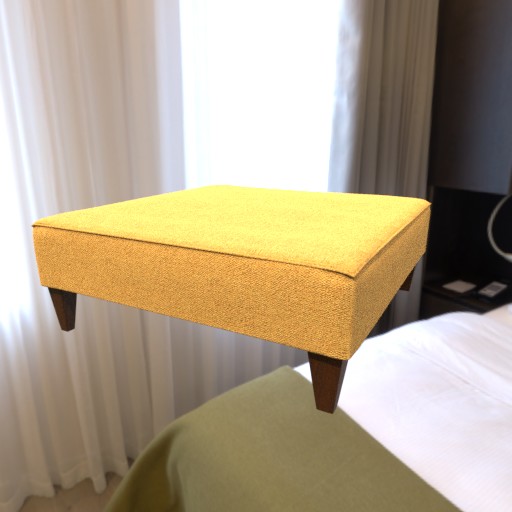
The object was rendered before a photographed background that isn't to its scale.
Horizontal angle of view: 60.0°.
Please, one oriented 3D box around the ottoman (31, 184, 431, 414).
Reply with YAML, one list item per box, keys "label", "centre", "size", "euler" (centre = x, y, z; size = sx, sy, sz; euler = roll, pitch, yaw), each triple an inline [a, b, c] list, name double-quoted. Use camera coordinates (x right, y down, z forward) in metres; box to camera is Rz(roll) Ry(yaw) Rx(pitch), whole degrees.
- label: "ottoman"
  centre: [0.000, 0.000, 1.503]
  size: [0.970, 0.378, 0.981]
  euler: [9, 18, 28]
